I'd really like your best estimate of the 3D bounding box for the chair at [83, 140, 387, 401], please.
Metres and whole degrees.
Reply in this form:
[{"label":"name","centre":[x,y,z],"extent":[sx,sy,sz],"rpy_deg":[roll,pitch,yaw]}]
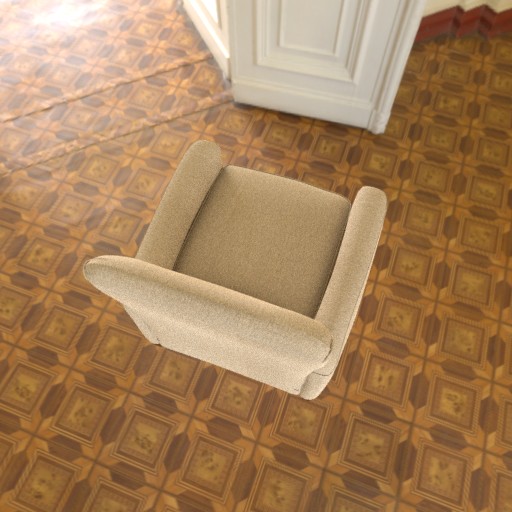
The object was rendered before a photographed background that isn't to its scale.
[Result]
[{"label":"chair","centre":[0.000,0.000,1.692],"extent":[0.848,1.014,0.864],"rpy_deg":[18,64,9]}]
